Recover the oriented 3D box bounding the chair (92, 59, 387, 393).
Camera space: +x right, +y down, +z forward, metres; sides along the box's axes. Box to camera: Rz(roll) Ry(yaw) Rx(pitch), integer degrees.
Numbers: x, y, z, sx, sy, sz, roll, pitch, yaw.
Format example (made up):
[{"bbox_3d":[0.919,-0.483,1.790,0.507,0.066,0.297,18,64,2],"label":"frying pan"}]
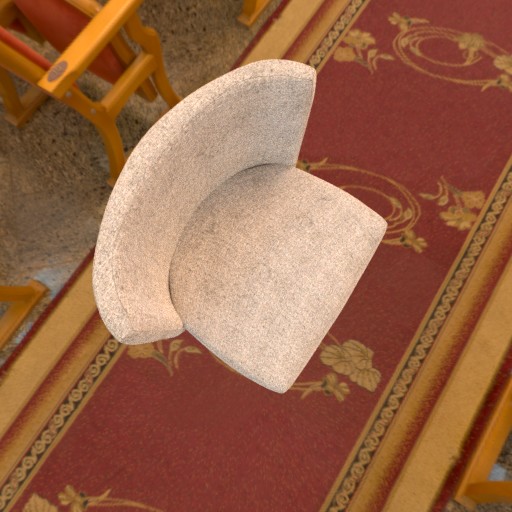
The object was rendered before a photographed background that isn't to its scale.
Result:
[{"bbox_3d":[0.000,0.000,1.285,0.575,0.827,0.728,33,79,7],"label":"chair"}]
